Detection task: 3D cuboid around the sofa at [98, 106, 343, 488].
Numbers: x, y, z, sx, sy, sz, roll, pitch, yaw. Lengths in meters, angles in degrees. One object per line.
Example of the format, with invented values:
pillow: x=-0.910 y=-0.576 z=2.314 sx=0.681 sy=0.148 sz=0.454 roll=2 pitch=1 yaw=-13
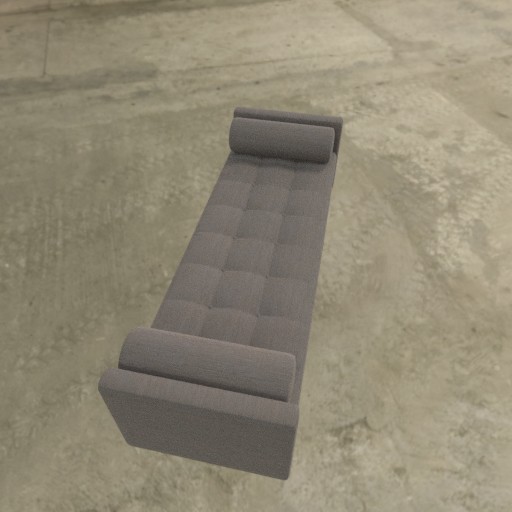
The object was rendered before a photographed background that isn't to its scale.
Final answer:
sofa: x=0.000 y=0.000 z=2.318 sx=0.686 sy=0.635 sz=1.981 roll=9 pitch=47 yaw=8
